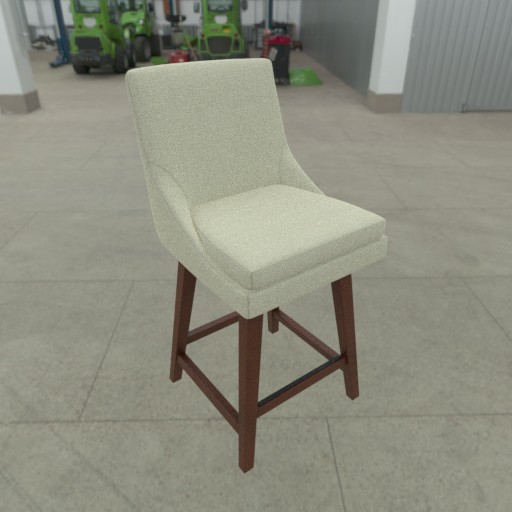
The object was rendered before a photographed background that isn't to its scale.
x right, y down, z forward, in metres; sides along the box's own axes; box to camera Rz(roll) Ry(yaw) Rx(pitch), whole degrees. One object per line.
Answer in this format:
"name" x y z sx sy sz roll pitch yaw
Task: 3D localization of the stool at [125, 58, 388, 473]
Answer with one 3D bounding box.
"stool" 0.000 0.000 1.277 0.469 0.991 0.559 -20 35 -31
